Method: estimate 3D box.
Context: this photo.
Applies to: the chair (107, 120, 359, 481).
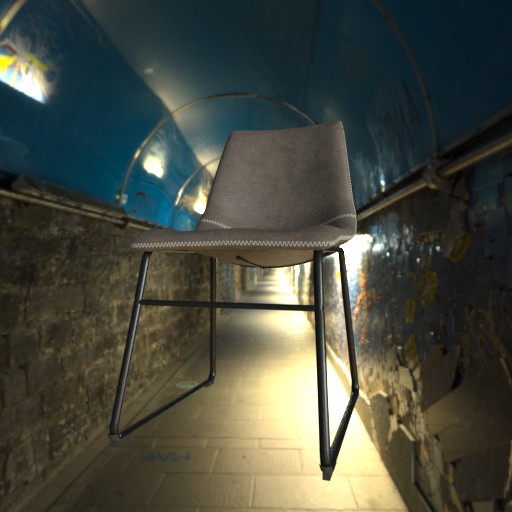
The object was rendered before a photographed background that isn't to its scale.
[{"bbox_3d":[0.000,0.000,1.085,0.460,0.780,0.550,0,0,18],"label":"chair"}]
